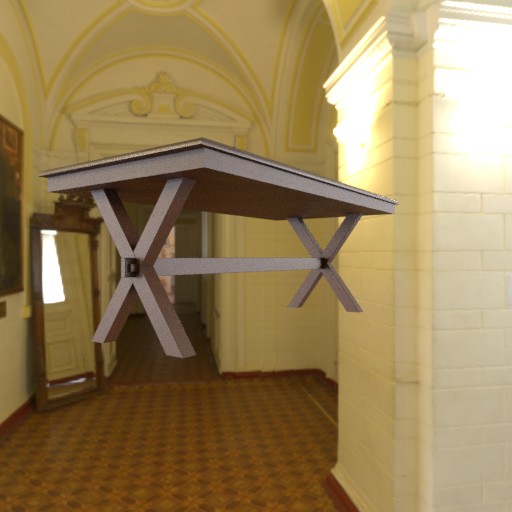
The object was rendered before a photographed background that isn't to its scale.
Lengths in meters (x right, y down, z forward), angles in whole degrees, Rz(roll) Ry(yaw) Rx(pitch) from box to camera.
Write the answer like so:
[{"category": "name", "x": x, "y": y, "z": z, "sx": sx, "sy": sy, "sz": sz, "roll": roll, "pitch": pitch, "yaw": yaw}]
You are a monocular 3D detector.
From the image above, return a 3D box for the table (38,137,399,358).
[{"category": "table", "x": 0.000, "y": 0.000, "z": 1.513, "sx": 0.594, "sy": 0.459, "sz": 1.197, "roll": 0, "pitch": 0, "yaw": 35}]
